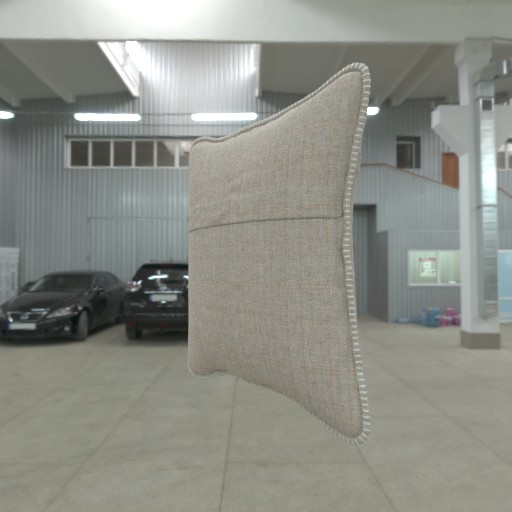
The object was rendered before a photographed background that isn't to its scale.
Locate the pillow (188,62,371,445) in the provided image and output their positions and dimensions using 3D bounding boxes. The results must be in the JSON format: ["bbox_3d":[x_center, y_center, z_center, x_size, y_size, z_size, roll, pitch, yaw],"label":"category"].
[{"bbox_3d":[0.000,0.000,0.747,0.124,0.494,0.485,1,-1,-36],"label":"pillow"}]
